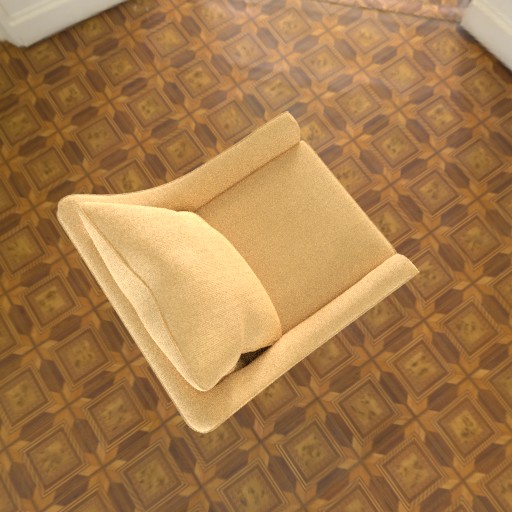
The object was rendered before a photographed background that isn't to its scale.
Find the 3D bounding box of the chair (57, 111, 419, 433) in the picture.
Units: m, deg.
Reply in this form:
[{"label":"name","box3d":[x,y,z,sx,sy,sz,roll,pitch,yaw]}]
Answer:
[{"label":"chair","box3d":[0.000,0.000,1.559,0.876,0.927,0.760,-34,78,-8]}]
